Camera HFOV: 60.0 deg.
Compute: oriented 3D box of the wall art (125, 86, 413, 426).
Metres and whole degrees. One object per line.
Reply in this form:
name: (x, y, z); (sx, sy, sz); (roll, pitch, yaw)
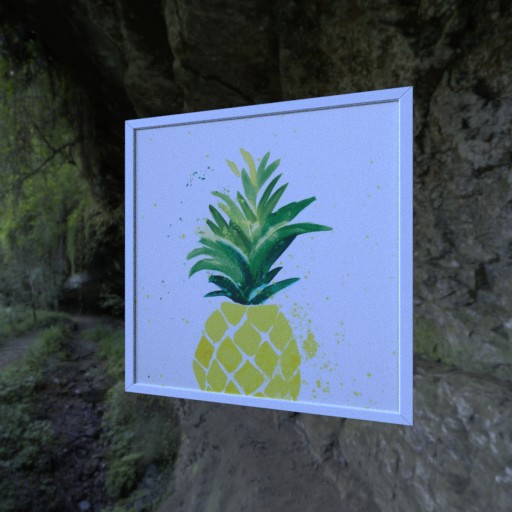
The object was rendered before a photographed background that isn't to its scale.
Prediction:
wall art: (0.000, 0.000, 0.461); (0.307, 0.307, 0.020); (0, 0, 19)
